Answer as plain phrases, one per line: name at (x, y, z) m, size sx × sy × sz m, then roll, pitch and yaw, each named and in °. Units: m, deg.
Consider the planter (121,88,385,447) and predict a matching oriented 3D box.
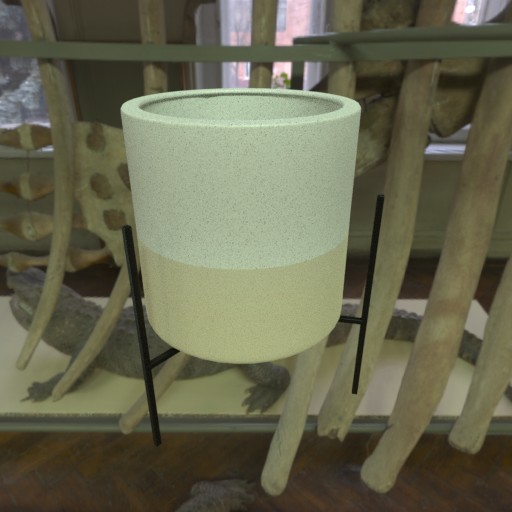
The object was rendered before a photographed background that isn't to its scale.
planter at (0.000, 0.000, 0.539) m, size 0.267 × 0.362 × 0.263 m, roll 0°, pitch 27°, yaw 0°
